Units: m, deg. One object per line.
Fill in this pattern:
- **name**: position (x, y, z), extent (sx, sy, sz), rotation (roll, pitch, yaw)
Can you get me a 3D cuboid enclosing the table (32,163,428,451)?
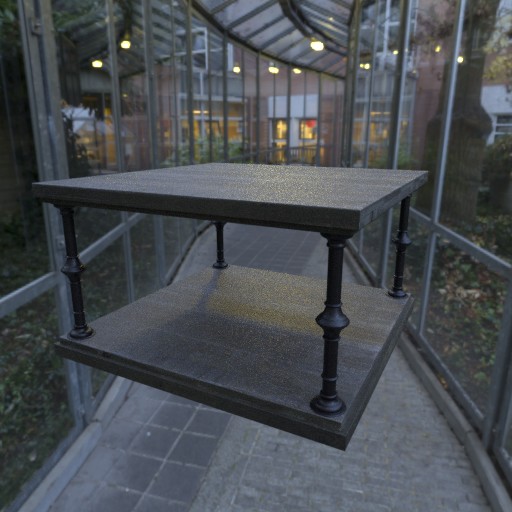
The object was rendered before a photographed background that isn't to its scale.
- **table**: position (0.000, 0.000, 1.124), extent (0.696, 0.400, 0.696), rotation (8, 18, 27)
